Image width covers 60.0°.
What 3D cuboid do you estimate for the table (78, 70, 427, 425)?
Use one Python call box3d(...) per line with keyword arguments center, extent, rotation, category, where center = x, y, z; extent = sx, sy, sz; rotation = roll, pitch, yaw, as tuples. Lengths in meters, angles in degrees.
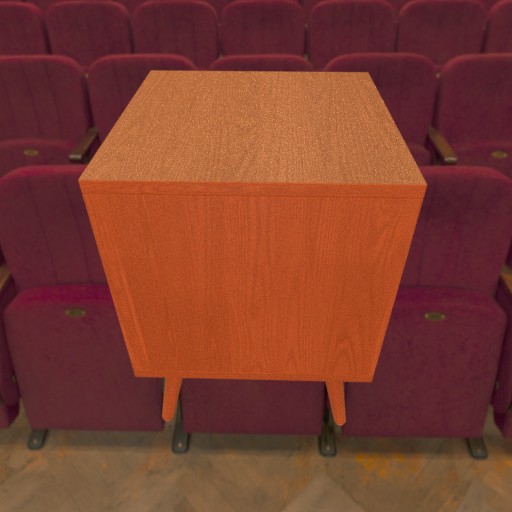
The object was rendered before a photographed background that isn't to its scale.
box3d(center=(0.000, 0.000, 0.835), extent=(0.400, 0.550, 0.400), rotation=(1, 40, 1), category="table")
